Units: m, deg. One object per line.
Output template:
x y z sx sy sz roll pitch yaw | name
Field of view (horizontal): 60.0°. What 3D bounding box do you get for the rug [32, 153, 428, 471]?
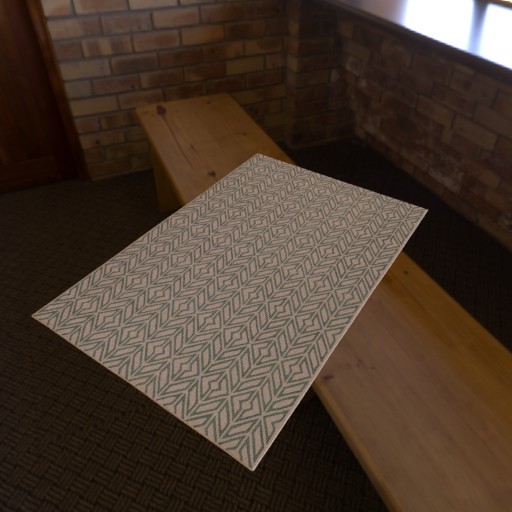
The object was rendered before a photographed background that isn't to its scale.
0.000 0.000 2.319 1.220 0.007 1.828 24 47 25 | rug
